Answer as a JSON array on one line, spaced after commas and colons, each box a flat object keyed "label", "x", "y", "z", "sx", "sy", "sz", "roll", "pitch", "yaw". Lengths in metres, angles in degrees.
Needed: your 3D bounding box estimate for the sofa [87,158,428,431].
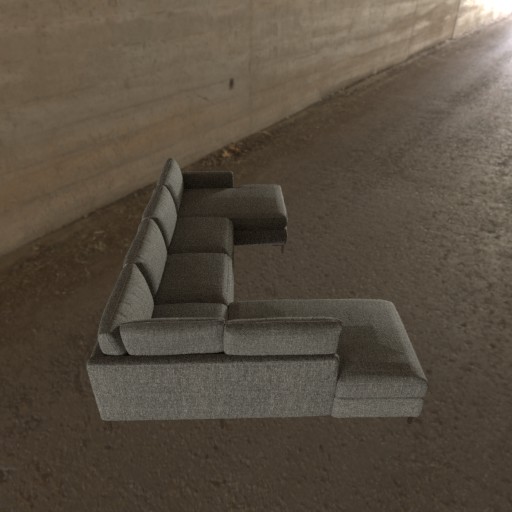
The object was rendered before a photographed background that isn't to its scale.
[{"label": "sofa", "x": 0.000, "y": 0.000, "z": 3.570, "sx": 1.879, "sy": 0.756, "sz": 2.737, "roll": -1, "pitch": 33, "yaw": -1}]
